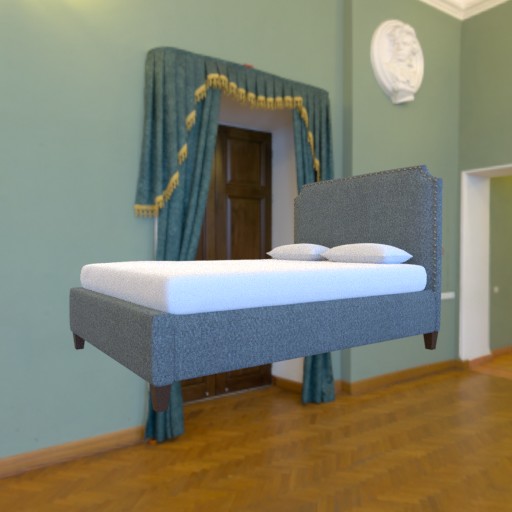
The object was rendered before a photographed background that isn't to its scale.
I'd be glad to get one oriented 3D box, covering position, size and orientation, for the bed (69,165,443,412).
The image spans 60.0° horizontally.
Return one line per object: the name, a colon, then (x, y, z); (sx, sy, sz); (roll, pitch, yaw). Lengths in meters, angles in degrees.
bed: (0.000, 0.000, 3.431); (2.372, 1.443, 1.712); (-1, 2, -35)
